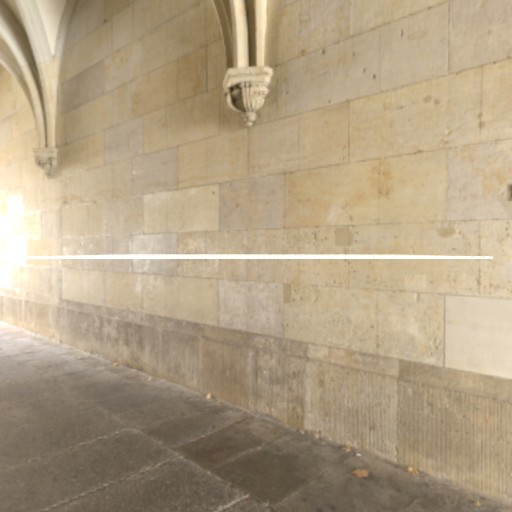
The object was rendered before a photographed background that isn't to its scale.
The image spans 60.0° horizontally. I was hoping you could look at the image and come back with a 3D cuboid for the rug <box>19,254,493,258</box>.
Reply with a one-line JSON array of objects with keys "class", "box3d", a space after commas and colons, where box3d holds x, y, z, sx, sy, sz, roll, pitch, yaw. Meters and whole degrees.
[{"class": "rug", "box3d": [0.000, 0.000, 2.308, 1.827, 0.007, 1.211, 0, 1, 1]}]
